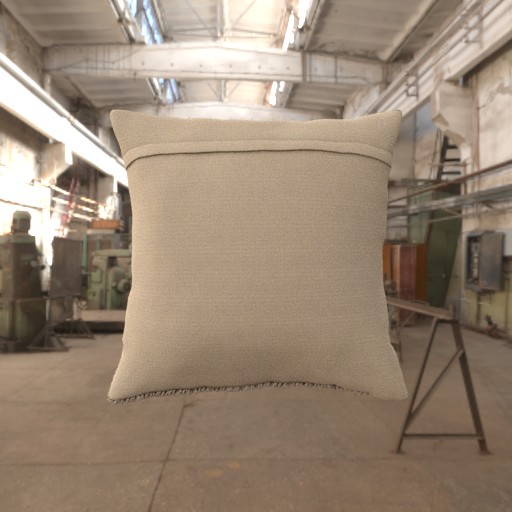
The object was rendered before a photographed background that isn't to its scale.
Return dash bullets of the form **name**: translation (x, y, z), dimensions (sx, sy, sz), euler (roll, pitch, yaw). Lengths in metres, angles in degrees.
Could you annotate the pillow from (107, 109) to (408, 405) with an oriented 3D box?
- **pillow**: translation (0.000, 0.000, 0.707), dimensions (0.475, 0.473, 0.178), euler (0, 0, -1)
